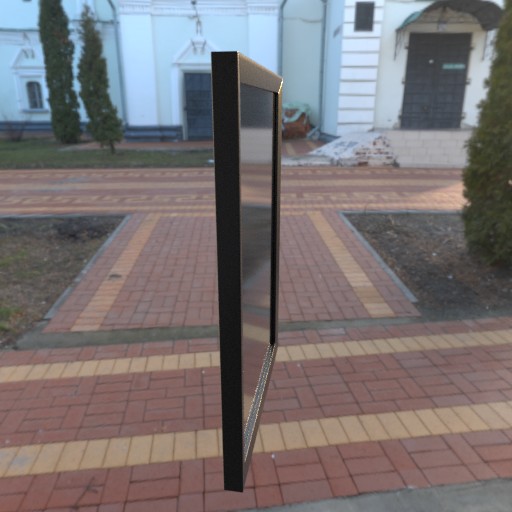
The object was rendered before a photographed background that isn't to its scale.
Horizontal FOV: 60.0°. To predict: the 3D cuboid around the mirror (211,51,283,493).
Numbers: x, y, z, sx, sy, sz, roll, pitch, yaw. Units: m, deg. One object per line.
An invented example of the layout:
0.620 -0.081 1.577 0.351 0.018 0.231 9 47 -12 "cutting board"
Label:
0.000 0.000 0.908 0.040 0.710 0.507 3 19 9 "mirror"
